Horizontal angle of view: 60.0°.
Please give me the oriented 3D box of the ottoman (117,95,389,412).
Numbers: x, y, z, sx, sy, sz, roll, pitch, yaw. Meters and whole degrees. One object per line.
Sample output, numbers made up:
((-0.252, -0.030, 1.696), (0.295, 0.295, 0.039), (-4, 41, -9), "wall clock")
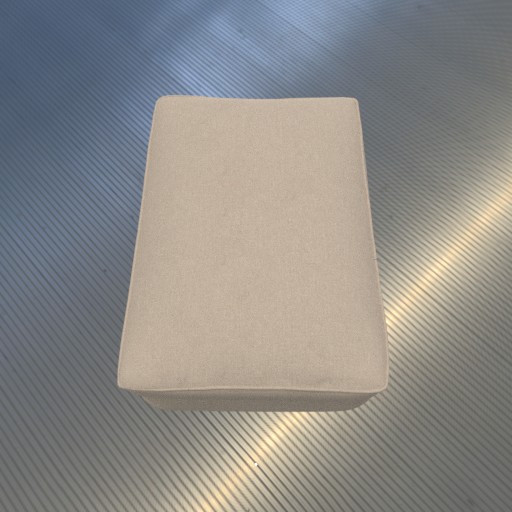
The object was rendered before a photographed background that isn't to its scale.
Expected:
((0.000, 0.000, 1.015), (0.501, 0.456, 0.665), (1, 65, 0), "ottoman")
